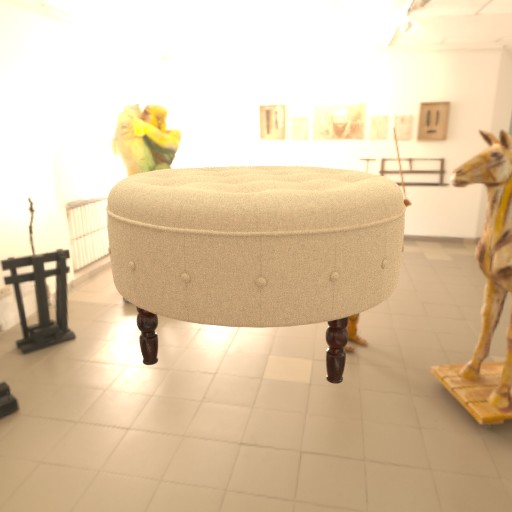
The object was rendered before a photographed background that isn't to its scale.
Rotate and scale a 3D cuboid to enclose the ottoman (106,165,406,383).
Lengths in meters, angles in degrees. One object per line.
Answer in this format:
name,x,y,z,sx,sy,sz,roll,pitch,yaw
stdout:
ottoman,0.000,0.000,1.363,0.848,0.494,0.848,0,16,0
